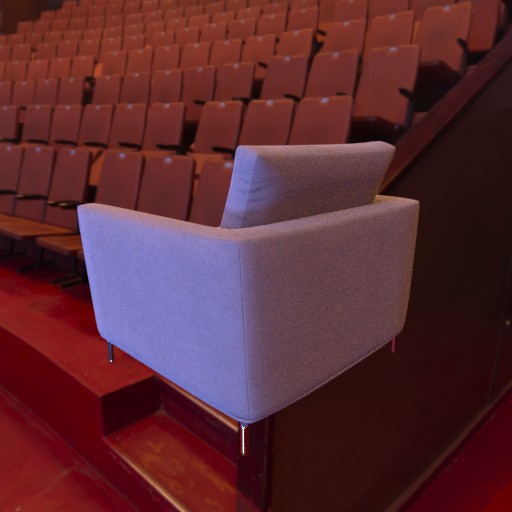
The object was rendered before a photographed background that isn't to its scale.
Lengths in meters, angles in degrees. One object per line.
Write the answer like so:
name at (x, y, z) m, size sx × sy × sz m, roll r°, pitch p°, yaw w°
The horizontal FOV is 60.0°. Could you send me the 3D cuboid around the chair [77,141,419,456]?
chair at (0.000, 0.000, 1.726) m, size 0.889 × 0.864 × 1.041 m, roll 14°, pitch 21°, yaw 43°
